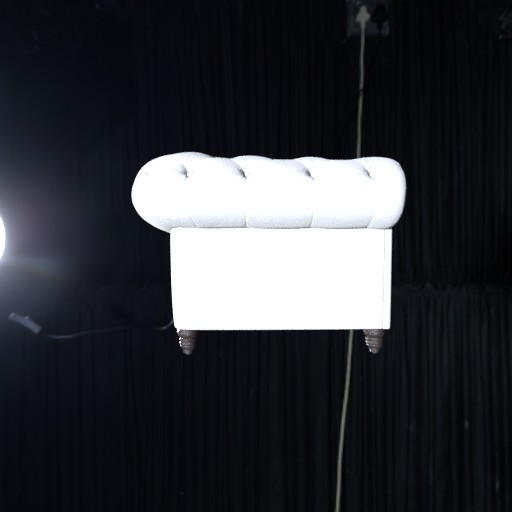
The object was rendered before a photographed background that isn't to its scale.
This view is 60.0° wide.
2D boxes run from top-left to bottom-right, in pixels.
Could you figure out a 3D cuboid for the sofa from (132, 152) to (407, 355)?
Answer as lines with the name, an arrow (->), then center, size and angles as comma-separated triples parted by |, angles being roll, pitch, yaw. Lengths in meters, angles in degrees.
sofa -> 0.000, 0.000, 2.477 | 0.986, 0.764, 1.998 | 0, 0, -2
